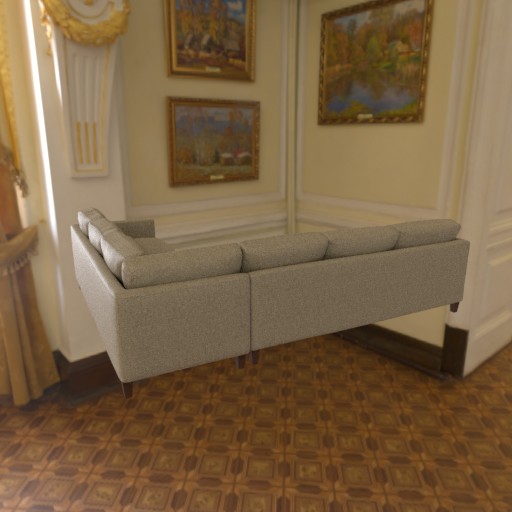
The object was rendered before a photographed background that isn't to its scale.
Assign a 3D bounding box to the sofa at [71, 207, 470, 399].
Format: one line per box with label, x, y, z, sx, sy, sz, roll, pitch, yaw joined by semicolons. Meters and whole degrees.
sofa;0.000;0.000;4.572;3.302;0.947;2.593;-8;17;-27
